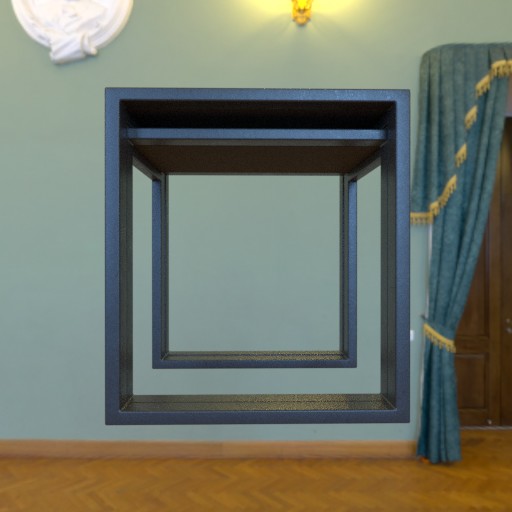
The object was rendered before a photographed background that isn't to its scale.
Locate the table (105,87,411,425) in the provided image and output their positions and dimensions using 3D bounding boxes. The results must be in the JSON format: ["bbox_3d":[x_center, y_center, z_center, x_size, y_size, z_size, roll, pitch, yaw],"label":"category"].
[{"bbox_3d":[0.000,0.000,0.946,0.500,0.550,0.449,0,0,-1],"label":"table"}]
